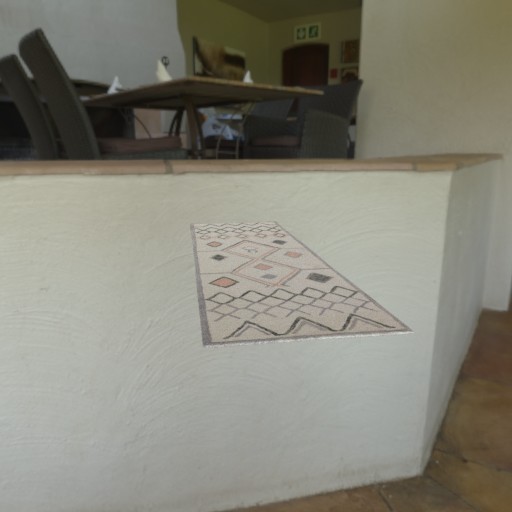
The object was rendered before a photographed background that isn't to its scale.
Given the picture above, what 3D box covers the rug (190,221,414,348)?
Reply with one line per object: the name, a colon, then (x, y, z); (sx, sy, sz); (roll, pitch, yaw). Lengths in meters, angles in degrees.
rug: (0.000, 0.000, 2.687); (0.750, 0.011, 2.435); (-2, 14, -9)
